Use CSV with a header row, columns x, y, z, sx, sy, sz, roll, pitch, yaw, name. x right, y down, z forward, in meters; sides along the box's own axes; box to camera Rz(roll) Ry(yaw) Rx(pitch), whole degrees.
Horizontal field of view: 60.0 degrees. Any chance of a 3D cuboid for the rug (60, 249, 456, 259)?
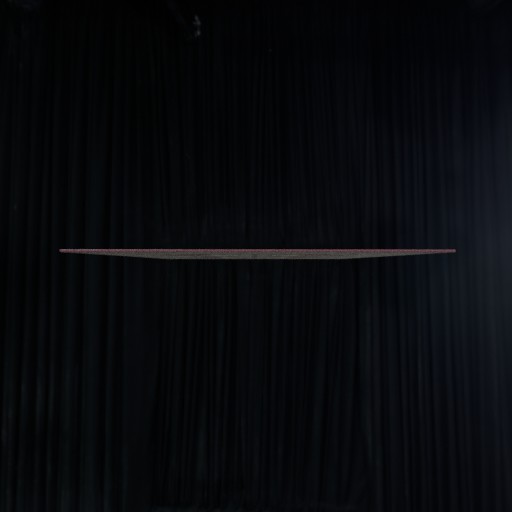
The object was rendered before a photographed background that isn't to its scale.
x,y,z,sx,sy,sz,roll,pitch,yaw,name
0.000,0.000,2.894,1.599,0.011,2.210,0,-1,-1,rug
